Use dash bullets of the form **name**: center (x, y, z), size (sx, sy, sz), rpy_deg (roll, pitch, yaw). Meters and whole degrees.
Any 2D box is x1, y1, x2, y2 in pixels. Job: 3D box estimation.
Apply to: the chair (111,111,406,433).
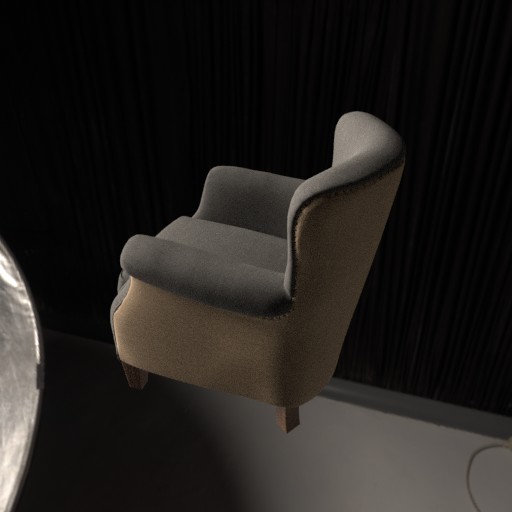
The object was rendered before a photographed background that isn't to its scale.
- **chair**: center (0.000, 0.000, 1.634), size (0.921, 0.936, 0.861), rpy_deg (9, 31, 15)
